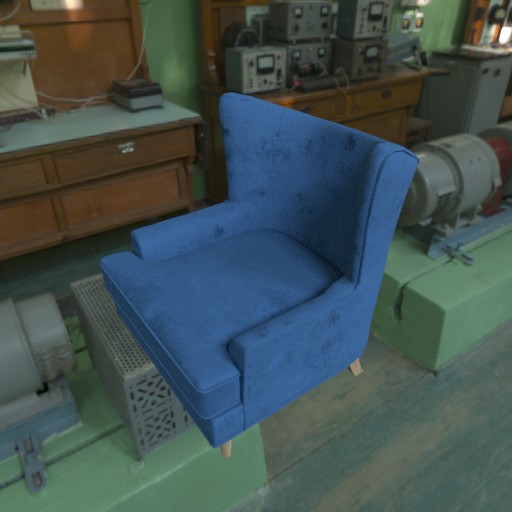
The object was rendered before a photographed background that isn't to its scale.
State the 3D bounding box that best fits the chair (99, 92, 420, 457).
[{"bbox_3d":[0.000,0.000,1.585,0.910,0.952,0.793,-21,39,-29],"label":"chair"}]
